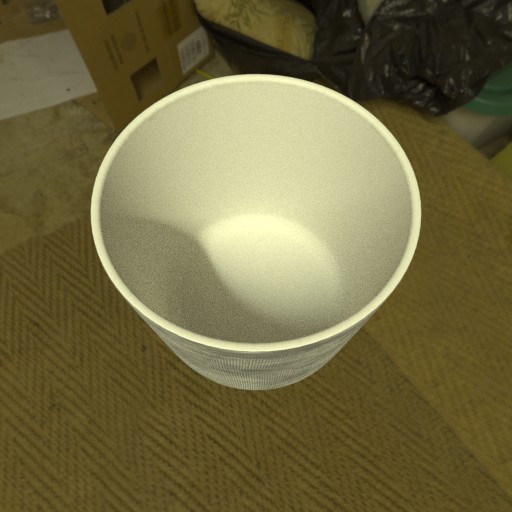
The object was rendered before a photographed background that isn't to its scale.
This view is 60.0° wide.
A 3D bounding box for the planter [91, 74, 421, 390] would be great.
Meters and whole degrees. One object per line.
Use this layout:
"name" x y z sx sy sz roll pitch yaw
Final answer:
"planter" 0.000 0.000 0.774 0.440 0.398 0.440 0 63 0
